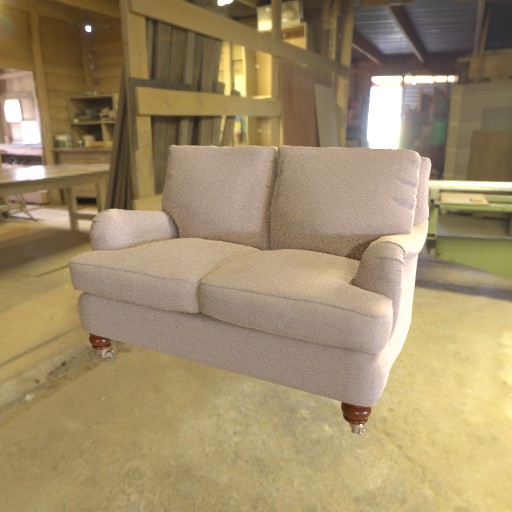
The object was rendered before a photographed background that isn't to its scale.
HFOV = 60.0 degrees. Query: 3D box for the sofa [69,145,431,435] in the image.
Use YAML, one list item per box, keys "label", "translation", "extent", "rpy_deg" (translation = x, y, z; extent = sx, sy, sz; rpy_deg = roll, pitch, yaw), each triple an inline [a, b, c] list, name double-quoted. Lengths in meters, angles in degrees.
- label: "sofa"
  translation: [0.000, 0.000, 2.192]
  extent: [1.508, 1.048, 1.087]
  rpy_deg: [8, 18, 26]
